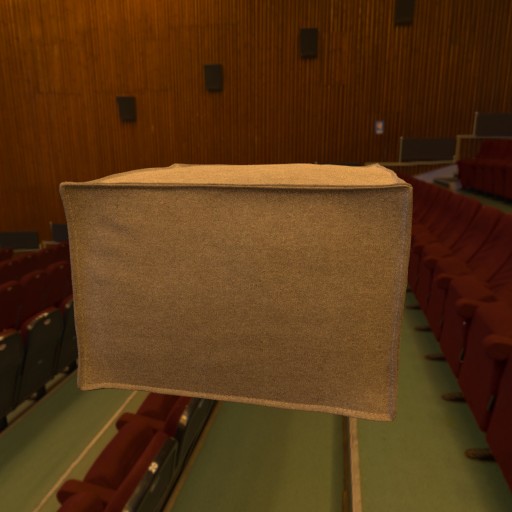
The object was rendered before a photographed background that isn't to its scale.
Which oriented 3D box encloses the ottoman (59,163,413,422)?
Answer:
[{"bbox_3d":[0.000,0.000,1.163,0.696,0.470,0.707,2,14,9],"label":"ottoman"}]
